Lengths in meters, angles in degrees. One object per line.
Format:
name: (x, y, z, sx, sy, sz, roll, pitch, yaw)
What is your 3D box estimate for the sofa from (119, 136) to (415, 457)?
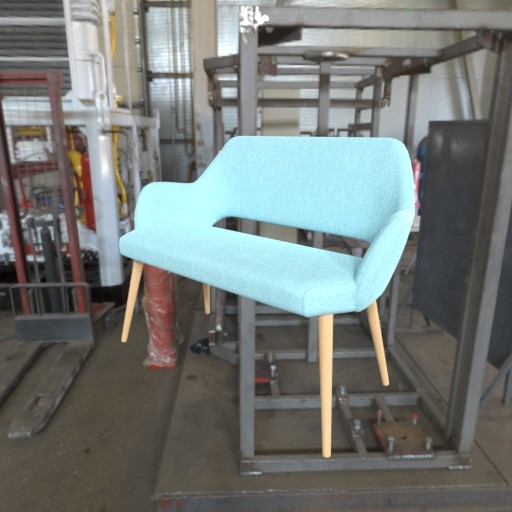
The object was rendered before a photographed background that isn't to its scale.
sofa: (0.000, 0.000, 1.627, 1.150, 0.840, 0.610, 14, 21, 40)
